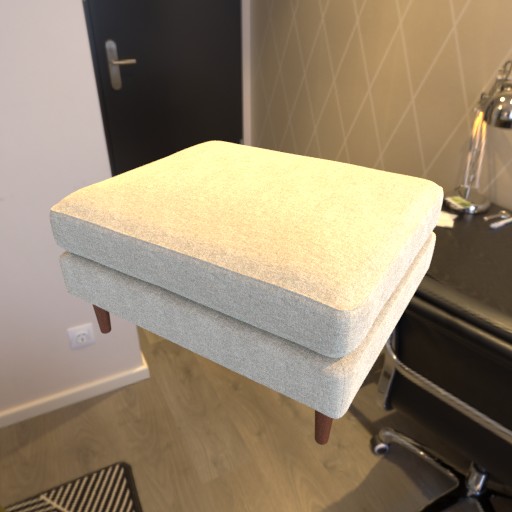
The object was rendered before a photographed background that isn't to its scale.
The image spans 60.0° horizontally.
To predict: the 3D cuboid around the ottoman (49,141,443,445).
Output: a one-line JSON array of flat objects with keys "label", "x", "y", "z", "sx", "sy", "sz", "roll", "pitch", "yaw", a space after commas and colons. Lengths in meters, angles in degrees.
[{"label": "ottoman", "x": 0.000, "y": 0.000, "z": 1.244, "sx": 0.821, "sy": 0.474, "sz": 0.693, "roll": 18, "pitch": 34, "yaw": 28}]
